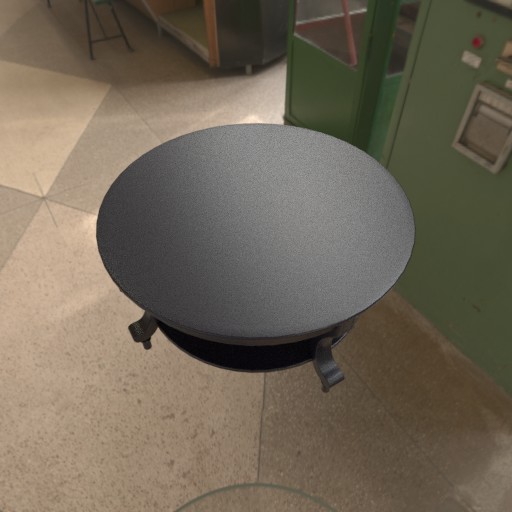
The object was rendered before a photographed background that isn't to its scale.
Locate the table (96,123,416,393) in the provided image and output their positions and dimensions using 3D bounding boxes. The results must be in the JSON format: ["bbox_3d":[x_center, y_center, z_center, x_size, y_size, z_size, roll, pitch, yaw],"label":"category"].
[{"bbox_3d":[0.000,0.000,1.637,1.029,0.491,1.029,0,47,0],"label":"table"}]
